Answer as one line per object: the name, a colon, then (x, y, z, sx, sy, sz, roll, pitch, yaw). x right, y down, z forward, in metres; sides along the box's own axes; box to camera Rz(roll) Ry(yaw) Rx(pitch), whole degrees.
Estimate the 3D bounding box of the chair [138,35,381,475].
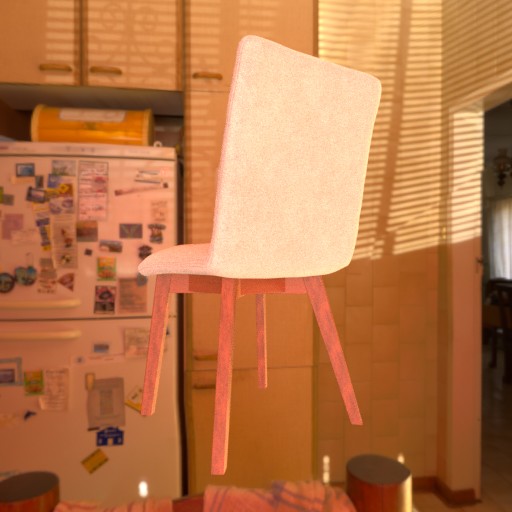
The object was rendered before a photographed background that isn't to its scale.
chair: (0.000, 0.000, 1.285, 0.522, 0.974, 0.563, 0, 1, -37)
